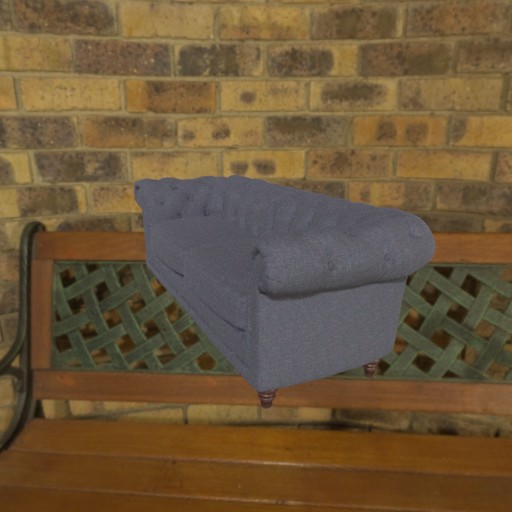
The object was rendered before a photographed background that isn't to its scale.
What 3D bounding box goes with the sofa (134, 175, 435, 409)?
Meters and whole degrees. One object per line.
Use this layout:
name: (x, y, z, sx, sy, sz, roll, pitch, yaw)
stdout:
sofa: (0.000, 0.000, 2.844, 1.046, 0.836, 2.335, -8, 18, -25)
